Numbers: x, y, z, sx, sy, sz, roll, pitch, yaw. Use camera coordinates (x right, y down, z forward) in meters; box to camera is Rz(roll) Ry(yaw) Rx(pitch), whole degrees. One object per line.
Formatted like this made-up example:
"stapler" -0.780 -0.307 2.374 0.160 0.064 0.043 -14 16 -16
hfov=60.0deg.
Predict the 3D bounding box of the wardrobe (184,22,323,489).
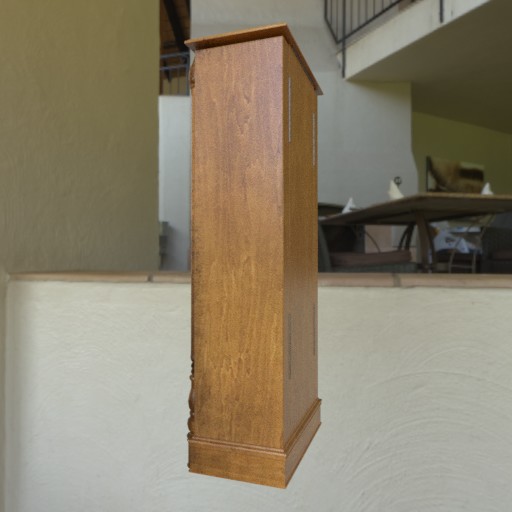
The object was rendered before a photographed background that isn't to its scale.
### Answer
"wardrobe" 0.000 0.000 1.137 0.273 0.959 0.406 0 -1 19
